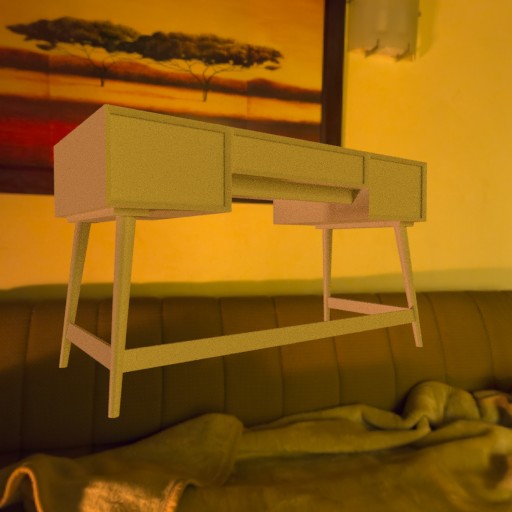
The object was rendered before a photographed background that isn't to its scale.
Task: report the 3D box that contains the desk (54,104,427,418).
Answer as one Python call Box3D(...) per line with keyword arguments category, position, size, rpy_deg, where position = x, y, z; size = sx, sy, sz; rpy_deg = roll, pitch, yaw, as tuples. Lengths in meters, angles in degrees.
Box3D(category="desk", position=(0.000, 0.000, 1.692), size=(1.313, 0.762, 0.589), rpy_deg=(-1, 2, -36))
